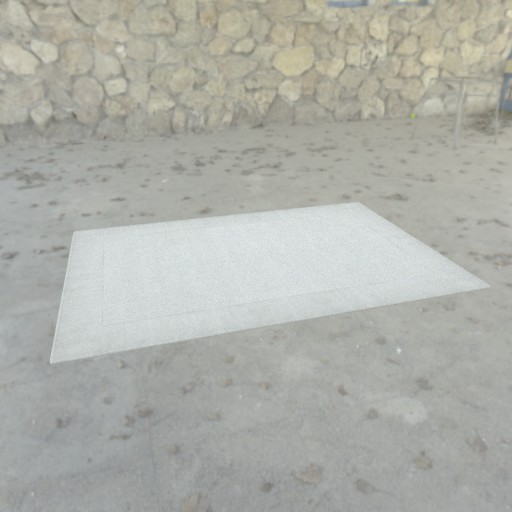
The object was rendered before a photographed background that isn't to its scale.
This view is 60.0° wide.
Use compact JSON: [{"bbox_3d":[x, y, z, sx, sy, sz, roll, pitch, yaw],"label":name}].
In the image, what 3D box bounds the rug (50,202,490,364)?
[{"bbox_3d":[0.000,0.000,2.267,1.829,0.013,1.219,-7,27,-15],"label":"rug"}]
